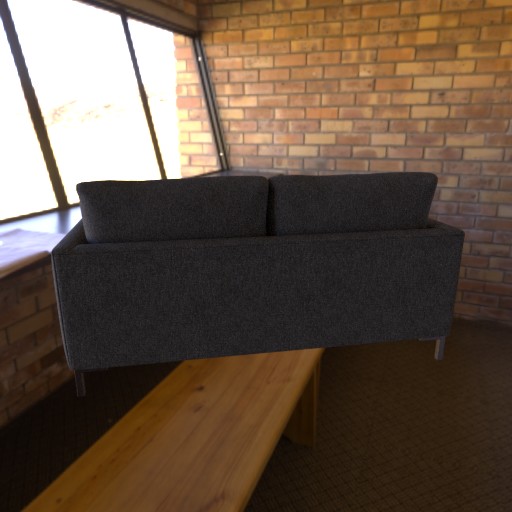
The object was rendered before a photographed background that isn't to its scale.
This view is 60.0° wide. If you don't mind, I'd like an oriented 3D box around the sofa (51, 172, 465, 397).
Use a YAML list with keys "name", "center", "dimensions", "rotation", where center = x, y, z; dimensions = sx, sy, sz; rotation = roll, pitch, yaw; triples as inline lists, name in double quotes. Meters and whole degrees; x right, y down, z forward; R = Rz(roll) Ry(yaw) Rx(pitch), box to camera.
- name: "sofa"
  center: [0.000, 0.000, 2.217]
  dimensions: [1.716, 0.862, 0.866]
  rotation: [-3, 17, -10]
